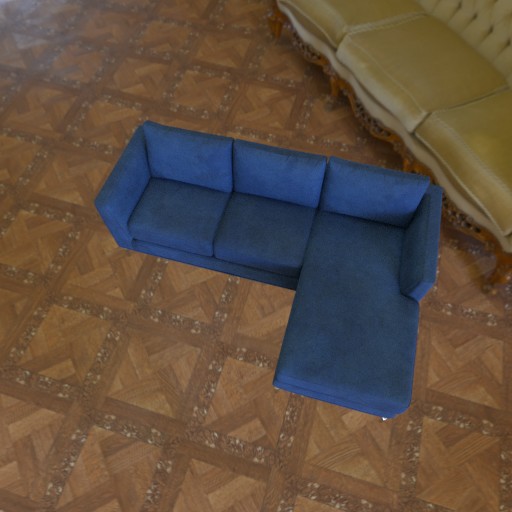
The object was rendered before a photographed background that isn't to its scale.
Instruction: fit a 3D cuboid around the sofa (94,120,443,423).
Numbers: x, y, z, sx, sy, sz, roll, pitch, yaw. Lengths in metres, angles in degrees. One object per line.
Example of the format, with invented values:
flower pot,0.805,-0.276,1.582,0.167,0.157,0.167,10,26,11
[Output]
sofa,0.000,0.000,3.266,2.438,0.987,1.622,13,60,8
